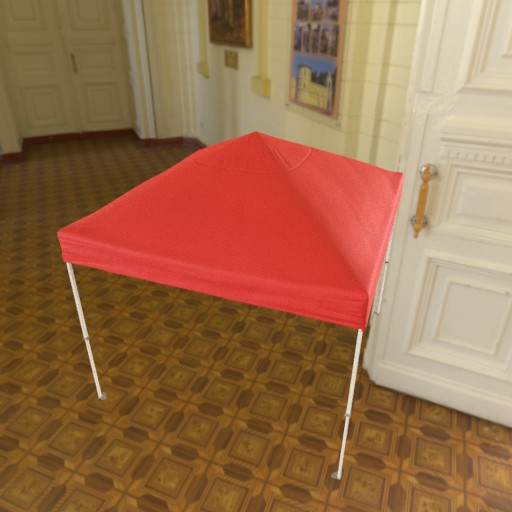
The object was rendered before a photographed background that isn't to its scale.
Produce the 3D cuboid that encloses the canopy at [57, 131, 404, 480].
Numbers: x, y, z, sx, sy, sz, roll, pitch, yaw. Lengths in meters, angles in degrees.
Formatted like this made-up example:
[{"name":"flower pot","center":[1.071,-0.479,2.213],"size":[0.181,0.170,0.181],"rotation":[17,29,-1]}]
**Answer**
[{"name":"canopy","center":[0.000,0.000,5.374],"size":[2.998,2.997,2.996],"rotation":[11,31,18]}]
